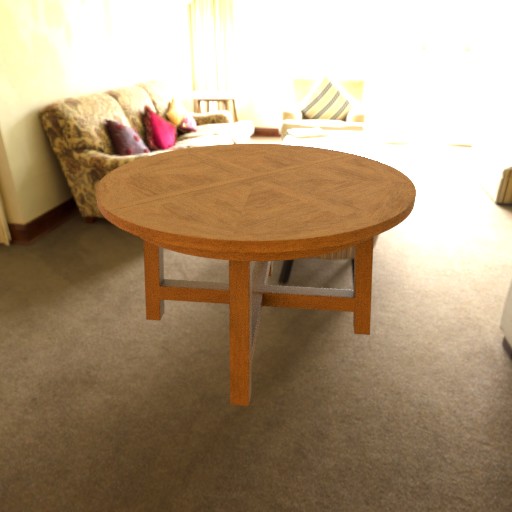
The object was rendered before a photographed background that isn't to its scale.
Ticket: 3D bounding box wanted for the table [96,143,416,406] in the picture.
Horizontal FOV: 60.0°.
[{"bbox_3d":[0.000,0.000,2.086,1.319,0.762,1.319,0,27,0],"label":"table"}]
